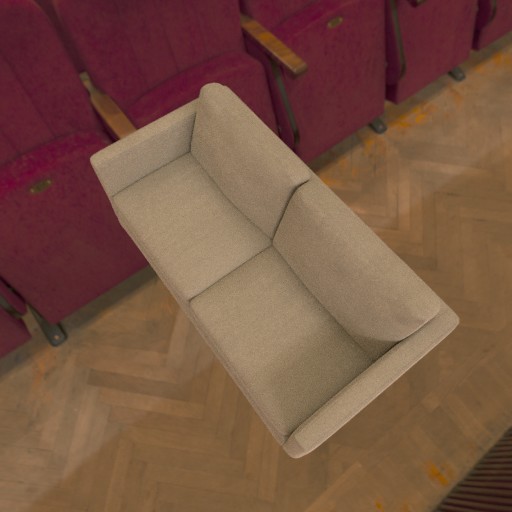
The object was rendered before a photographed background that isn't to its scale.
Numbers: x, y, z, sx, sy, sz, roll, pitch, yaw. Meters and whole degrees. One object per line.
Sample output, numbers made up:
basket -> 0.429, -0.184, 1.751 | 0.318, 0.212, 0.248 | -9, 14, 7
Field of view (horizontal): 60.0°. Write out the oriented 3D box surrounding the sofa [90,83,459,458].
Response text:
sofa -> 0.000, 0.000, 2.449 | 0.950, 0.963, 1.884 | -34, 68, -16
